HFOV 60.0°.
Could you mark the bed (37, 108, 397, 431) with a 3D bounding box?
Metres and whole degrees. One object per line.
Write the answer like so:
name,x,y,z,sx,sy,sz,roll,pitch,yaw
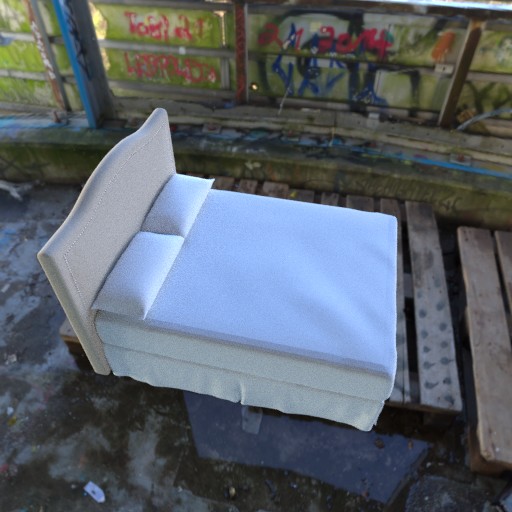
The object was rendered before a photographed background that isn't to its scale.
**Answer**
bed,0.000,0.000,3.197,2.052,1.398,1.678,10,46,9
